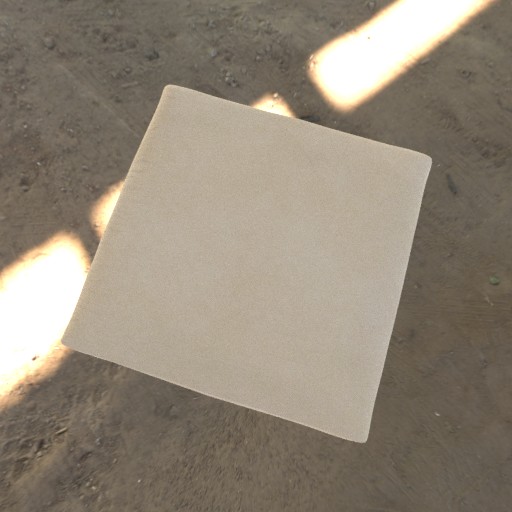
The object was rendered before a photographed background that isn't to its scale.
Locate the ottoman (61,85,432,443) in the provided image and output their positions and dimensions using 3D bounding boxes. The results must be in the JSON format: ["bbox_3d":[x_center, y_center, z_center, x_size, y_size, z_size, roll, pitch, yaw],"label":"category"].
[{"bbox_3d":[0.000,0.000,1.894,1.205,0.522,1.190,17,76,4],"label":"ottoman"}]
